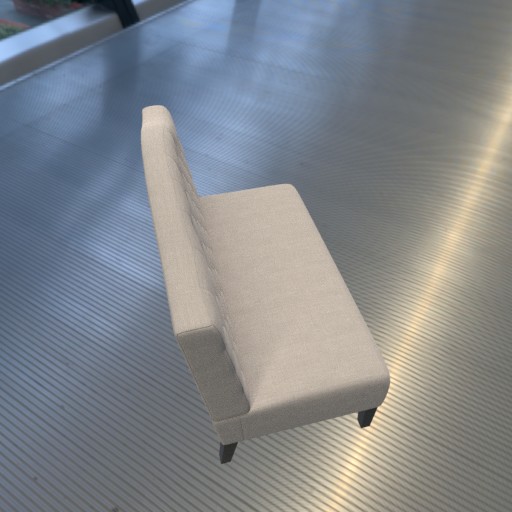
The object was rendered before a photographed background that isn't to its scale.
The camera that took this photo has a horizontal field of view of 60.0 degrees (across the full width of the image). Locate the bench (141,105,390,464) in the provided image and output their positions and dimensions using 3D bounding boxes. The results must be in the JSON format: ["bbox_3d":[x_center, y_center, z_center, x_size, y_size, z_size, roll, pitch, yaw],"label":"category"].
[{"bbox_3d":[0.000,0.000,2.024,0.815,1.180,1.335,-10,46,-10],"label":"bench"}]
